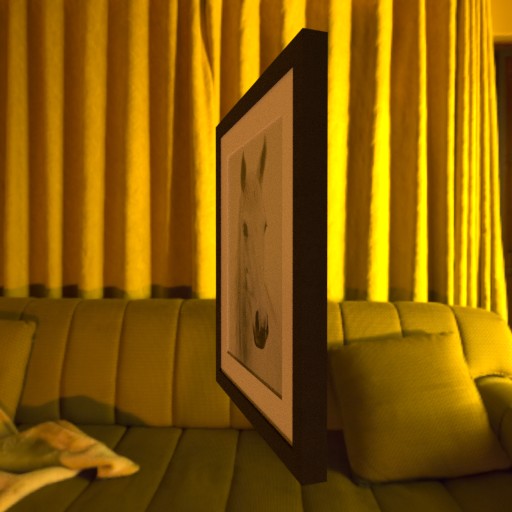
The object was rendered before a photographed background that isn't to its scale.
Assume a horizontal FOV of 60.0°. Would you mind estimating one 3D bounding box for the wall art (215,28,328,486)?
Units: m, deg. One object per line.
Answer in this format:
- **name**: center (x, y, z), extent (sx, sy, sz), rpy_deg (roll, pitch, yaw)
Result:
- **wall art**: center (0.000, 0.000, 0.755), extent (0.034, 0.552, 0.455), rpy_deg (0, 1, -18)
